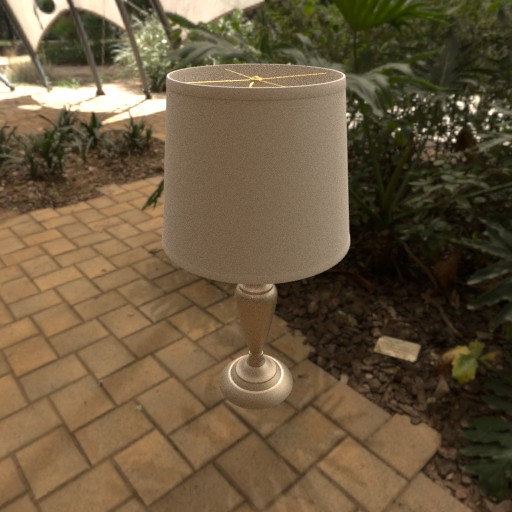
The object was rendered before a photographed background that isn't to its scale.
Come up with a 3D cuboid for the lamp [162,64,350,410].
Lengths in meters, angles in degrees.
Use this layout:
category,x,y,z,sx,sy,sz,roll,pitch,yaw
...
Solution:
category,x,y,z,sx,sy,sz,roll,pitch,yaw
lamp,0.000,0.000,0.808,0.328,0.619,0.328,0,29,0
